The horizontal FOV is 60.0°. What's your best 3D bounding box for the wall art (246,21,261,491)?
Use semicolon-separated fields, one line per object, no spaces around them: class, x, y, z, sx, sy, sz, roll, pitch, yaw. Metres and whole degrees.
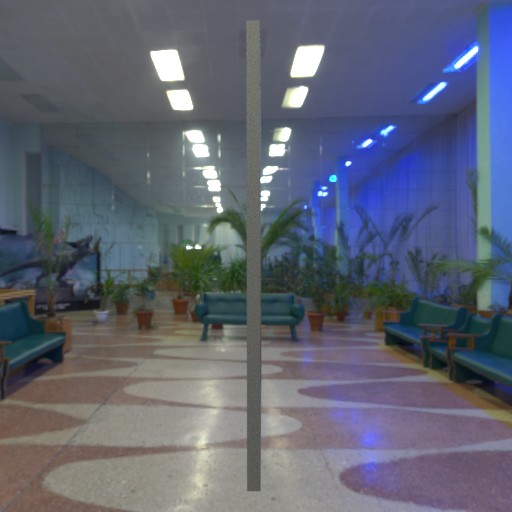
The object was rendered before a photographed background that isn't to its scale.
wall art;0.000;0.000;1.376;0.034;1.042;0.789;0;0;1
